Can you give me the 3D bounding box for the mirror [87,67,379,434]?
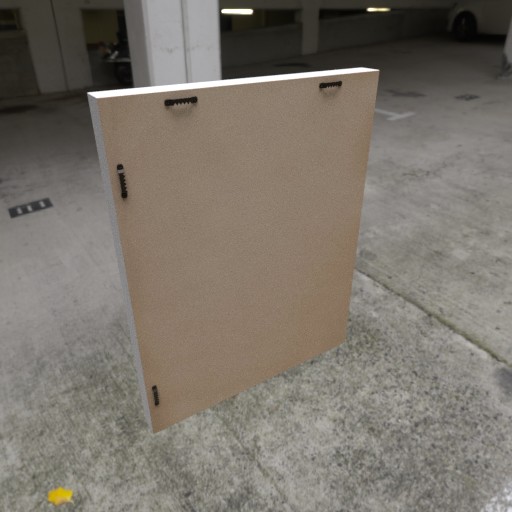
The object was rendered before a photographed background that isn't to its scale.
[{"bbox_3d":[0.000,0.000,0.681,0.405,0.508,0.041,-18,34,-28],"label":"mirror"}]
